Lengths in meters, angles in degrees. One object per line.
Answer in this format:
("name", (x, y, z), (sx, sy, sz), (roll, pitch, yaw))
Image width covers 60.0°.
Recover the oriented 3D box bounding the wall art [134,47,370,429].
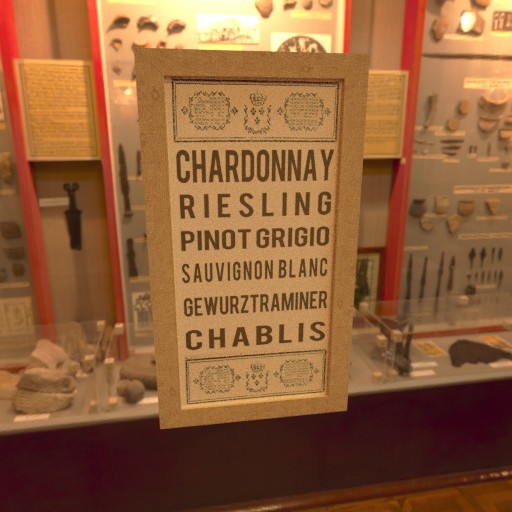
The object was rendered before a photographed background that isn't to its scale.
("wall art", (0.000, 0.000, 0.806), (0.381, 0.683, 0.013), (-2, 16, -9))
